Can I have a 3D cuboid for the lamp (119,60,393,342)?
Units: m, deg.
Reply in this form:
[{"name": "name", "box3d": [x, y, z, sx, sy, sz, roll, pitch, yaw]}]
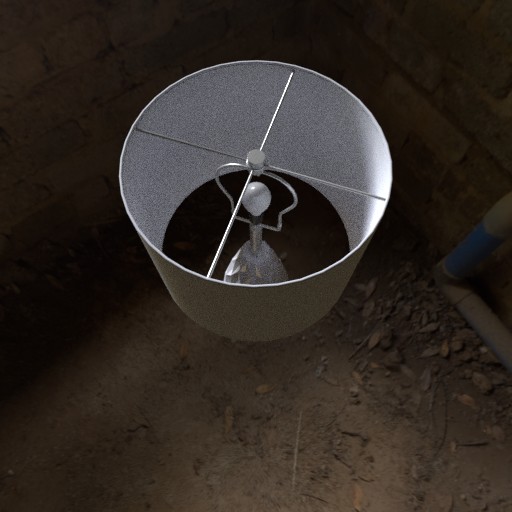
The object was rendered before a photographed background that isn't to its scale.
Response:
[{"name": "lamp", "box3d": [0.000, 0.000, 0.718, 0.297, 0.522, 0.297, 0, 66, 0]}]
